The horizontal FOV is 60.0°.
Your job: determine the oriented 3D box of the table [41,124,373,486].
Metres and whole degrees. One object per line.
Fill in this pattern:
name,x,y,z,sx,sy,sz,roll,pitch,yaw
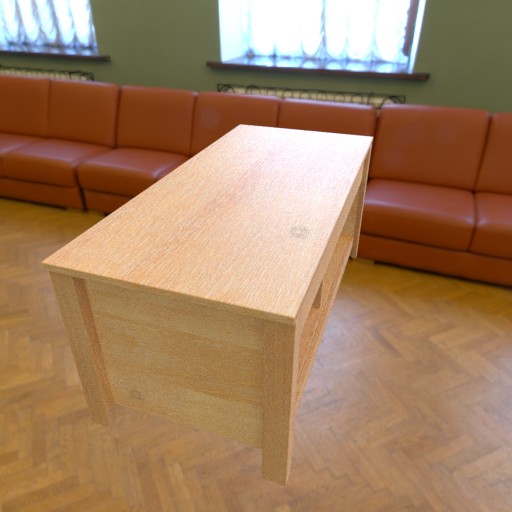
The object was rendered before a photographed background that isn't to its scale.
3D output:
table,0.000,0.000,1.275,0.483,0.457,1.016,10,33,16
